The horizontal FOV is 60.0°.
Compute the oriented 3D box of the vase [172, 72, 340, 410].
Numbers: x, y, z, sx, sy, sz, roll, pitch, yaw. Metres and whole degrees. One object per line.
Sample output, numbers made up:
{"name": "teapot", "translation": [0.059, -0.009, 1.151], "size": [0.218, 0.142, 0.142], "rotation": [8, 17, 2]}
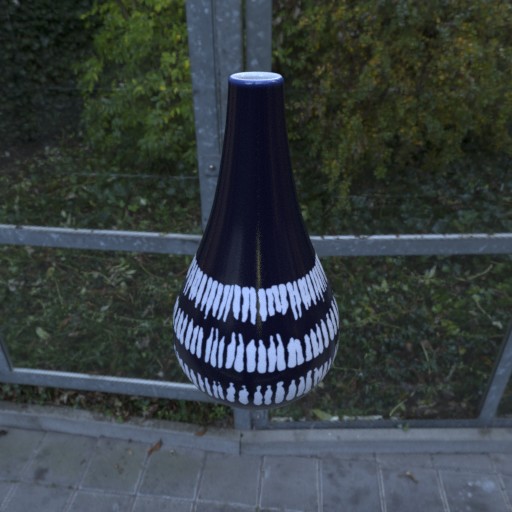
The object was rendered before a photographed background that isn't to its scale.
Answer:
{"name": "vase", "translation": [0.000, 0.000, 0.387], "size": [0.159, 0.295, 0.159], "rotation": [0, 31, 0]}
